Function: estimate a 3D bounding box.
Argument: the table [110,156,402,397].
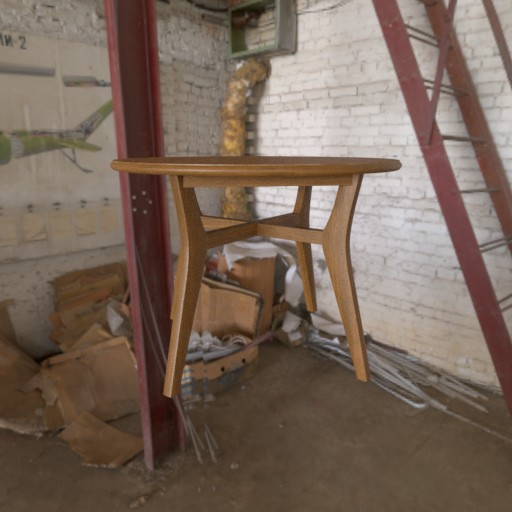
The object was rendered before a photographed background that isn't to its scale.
[{"bbox_3d":[0.000,0.000,1.769,1.055,0.757,1.055,0,14,0],"label":"table"}]
